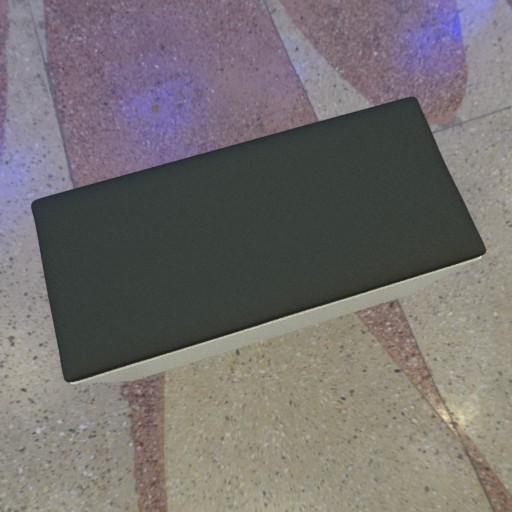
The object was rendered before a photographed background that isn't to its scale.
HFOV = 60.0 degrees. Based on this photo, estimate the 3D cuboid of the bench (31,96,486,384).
[{"bbox_3d":[0.000,0.000,1.169,0.899,0.500,0.401,-16,76,-4],"label":"bench"}]
